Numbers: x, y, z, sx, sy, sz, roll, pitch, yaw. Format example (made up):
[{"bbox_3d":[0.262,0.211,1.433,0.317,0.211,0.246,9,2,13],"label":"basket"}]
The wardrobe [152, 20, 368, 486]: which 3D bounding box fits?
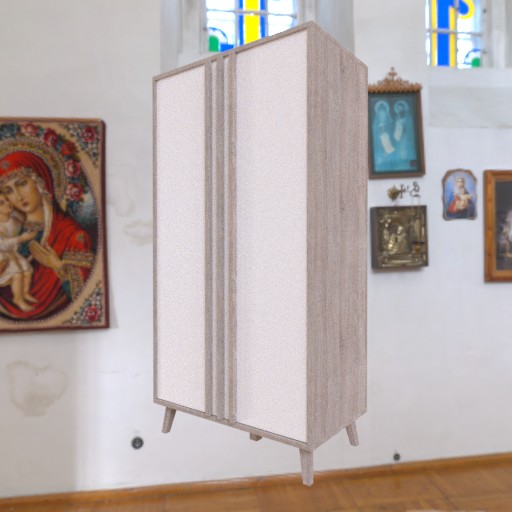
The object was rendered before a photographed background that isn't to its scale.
[{"bbox_3d":[0.000,0.000,2.364,1.000,1.960,0.600,1,1,37],"label":"wardrobe"}]
